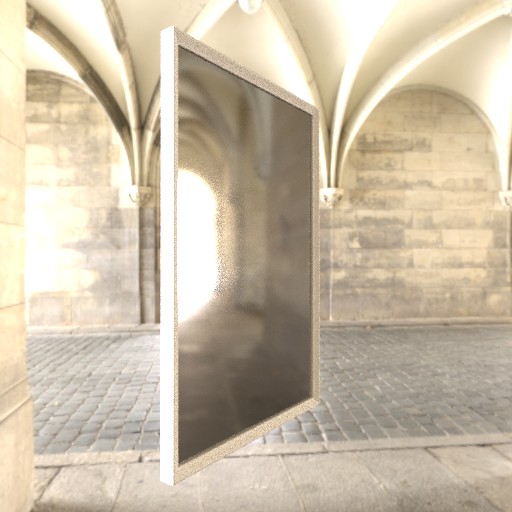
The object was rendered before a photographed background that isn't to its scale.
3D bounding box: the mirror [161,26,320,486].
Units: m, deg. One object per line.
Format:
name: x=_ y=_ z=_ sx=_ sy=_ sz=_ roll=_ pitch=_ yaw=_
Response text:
mirror: x=0.000 y=0.000 z=1.138 sx=0.041 sy=0.915 sz=0.609 roll=0 pitch=0 yaw=36
